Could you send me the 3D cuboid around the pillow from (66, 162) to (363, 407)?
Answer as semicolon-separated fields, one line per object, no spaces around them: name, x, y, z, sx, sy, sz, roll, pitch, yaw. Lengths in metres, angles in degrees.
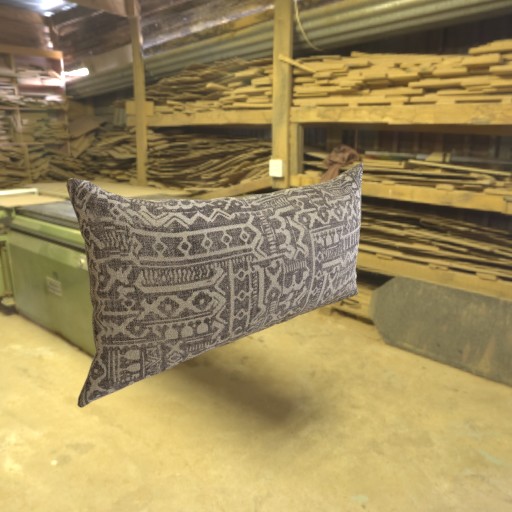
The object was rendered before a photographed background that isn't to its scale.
pillow;0.000;0.000;0.742;0.631;0.290;0.148;-14;20;-42
